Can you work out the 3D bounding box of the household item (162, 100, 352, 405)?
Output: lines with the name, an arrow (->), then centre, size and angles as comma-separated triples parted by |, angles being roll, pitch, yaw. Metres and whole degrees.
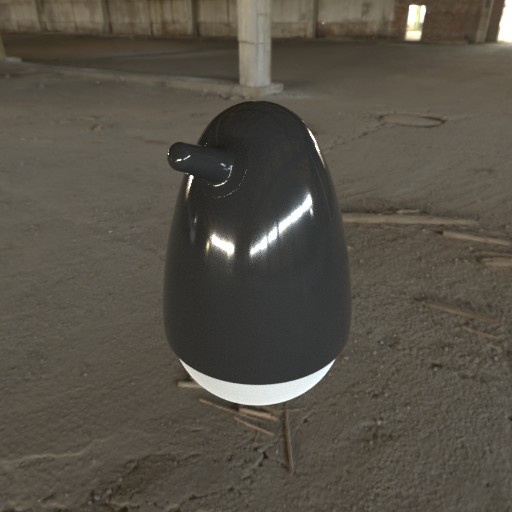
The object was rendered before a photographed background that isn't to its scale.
household item -> 0.000, 0.000, 0.227 | 0.102, 0.152, 0.104 | 19, 34, 30
